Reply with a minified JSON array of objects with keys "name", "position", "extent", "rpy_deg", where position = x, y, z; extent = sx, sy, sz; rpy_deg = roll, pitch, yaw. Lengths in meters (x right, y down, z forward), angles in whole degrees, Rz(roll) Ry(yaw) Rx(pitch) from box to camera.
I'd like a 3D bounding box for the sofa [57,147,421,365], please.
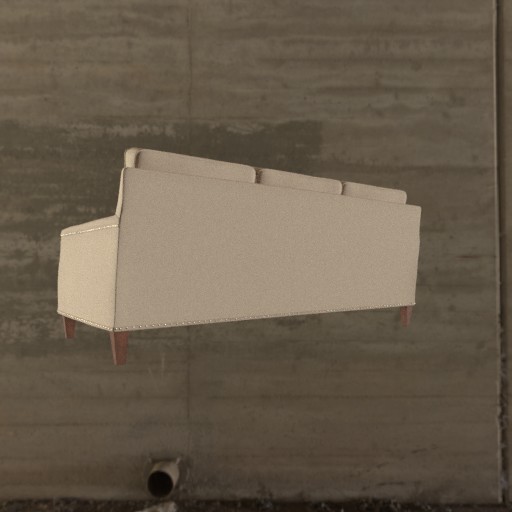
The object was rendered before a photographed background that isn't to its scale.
[{"name":"sofa","position":[0.000,0.000,2.936],"extent":[2.246,1.003,1.084],"rpy_deg":[1,-1,-36]}]
